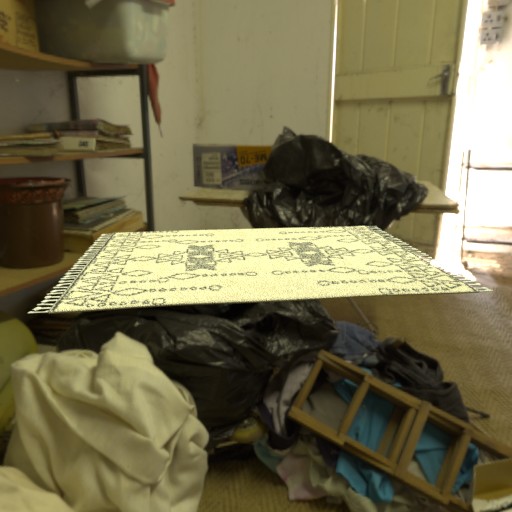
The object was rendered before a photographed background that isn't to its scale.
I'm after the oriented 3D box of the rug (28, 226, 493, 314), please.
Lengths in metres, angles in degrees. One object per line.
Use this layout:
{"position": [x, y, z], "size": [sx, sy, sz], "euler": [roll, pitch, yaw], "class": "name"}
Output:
{"position": [0.000, 0.000, 3.840], "size": [3.027, 0.028, 2.125], "euler": [-2, 16, -7], "class": "rug"}
